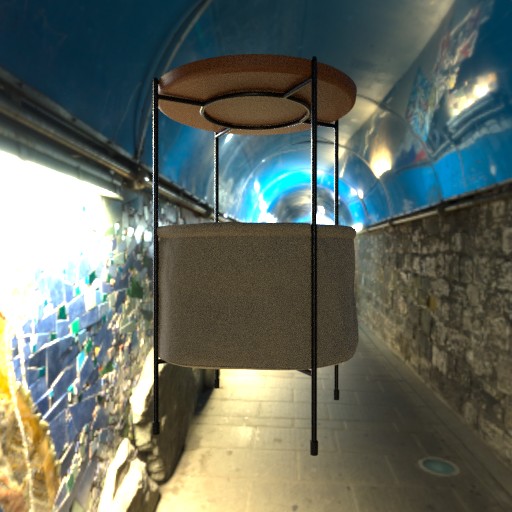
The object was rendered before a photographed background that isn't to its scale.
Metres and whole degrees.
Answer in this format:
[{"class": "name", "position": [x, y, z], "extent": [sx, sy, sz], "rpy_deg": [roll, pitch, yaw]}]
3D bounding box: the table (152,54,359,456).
[{"class": "table", "position": [0.000, 0.000, 0.869], "extent": [0.393, 0.623, 0.393], "rpy_deg": [0, 0, 17]}]
